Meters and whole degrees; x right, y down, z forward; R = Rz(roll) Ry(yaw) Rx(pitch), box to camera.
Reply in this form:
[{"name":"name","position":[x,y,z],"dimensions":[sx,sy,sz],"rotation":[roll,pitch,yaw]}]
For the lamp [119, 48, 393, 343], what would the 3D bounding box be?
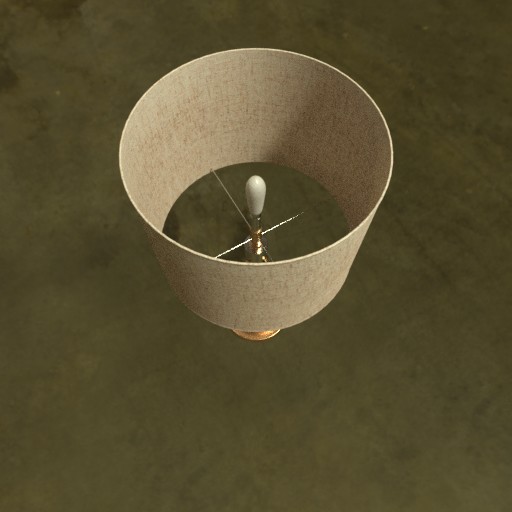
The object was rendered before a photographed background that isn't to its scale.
[{"name":"lamp","position":[0.000,0.000,0.796],"dimensions":[0.321,0.610,0.321],"rotation":[15,65,7]}]
